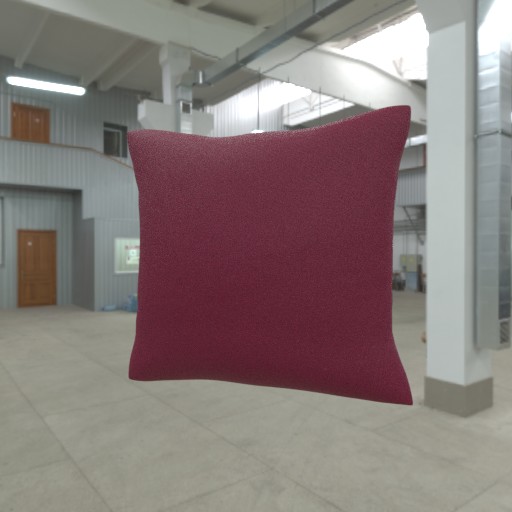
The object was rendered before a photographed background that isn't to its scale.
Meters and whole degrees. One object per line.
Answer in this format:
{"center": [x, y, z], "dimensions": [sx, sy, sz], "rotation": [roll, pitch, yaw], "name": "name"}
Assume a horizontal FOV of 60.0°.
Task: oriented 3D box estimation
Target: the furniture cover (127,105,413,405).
{"center": [0.000, 0.000, 0.824], "dimensions": [0.552, 0.509, 0.193], "rotation": [0, 0, 17], "name": "furniture cover"}
